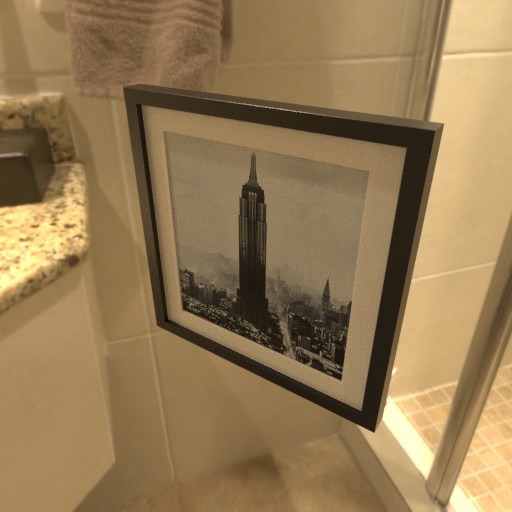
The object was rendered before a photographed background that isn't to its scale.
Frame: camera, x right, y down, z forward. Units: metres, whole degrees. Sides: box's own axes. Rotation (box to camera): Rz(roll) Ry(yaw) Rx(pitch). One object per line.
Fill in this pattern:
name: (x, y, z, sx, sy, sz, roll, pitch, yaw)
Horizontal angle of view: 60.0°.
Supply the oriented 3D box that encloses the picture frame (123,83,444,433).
picture frame: (0.000, 0.000, 0.528, 0.355, 0.353, 0.029, 19, 35, 29)
